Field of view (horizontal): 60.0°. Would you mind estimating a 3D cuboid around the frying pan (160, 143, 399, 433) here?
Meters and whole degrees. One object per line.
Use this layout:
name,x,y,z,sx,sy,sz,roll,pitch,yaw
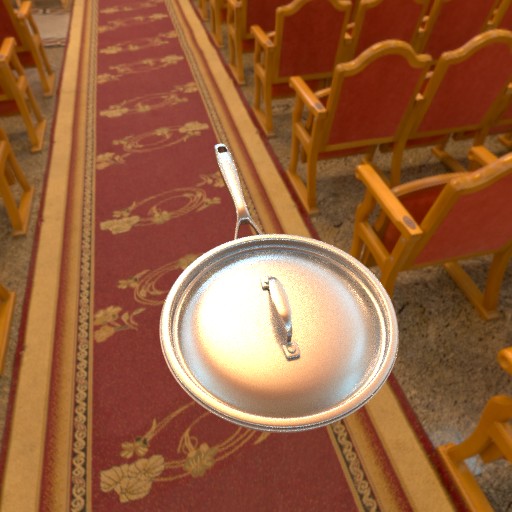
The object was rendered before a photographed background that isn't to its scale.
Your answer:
frying pan,0.000,0.000,0.594,0.272,0.086,0.490,-10,46,-10
